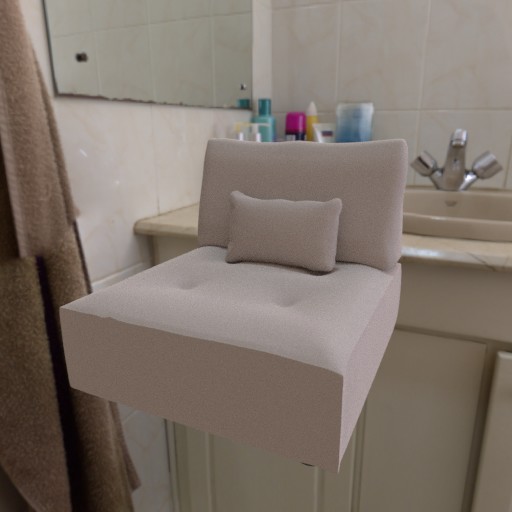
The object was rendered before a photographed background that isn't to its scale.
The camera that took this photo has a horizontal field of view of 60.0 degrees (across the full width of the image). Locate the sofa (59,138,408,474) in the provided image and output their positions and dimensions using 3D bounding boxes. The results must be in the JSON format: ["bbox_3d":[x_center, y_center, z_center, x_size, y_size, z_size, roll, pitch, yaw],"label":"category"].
[{"bbox_3d":[0.000,0.000,1.634,0.935,0.828,1.000,7,17,24],"label":"sofa"}]
